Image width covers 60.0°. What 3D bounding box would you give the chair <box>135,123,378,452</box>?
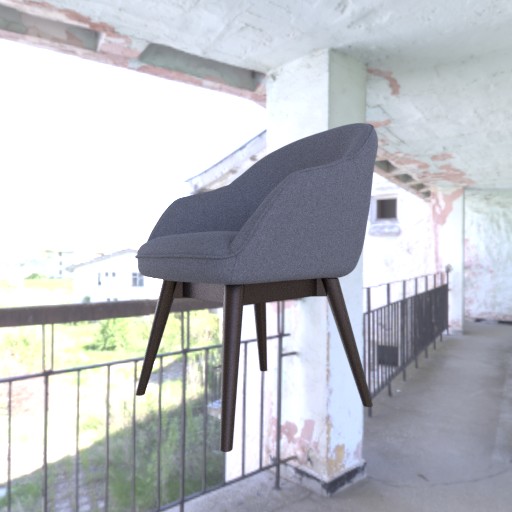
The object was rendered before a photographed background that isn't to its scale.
[{"bbox_3d":[0.000,0.000,1.263,0.611,0.810,0.589,0,0,-37],"label":"chair"}]
